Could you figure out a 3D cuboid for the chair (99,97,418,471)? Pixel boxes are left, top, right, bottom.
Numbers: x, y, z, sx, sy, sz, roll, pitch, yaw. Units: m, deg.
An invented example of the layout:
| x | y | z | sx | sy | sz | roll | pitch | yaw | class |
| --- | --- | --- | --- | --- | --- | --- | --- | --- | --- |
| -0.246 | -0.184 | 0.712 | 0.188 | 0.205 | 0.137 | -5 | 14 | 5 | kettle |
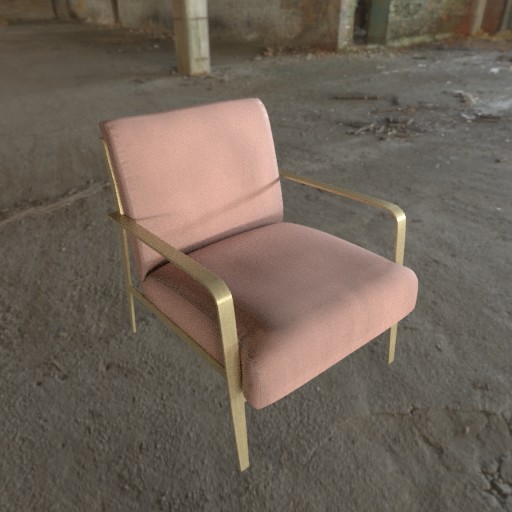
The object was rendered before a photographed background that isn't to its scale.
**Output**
| x | y | z | sx | sy | sz | roll | pitch | yaw | class |
| --- | --- | --- | --- | --- | --- | --- | --- | --- | --- |
| 0.000 | 0.000 | 1.455 | 0.701 | 0.823 | 0.848 | -22 | 38 | -32 | chair |
